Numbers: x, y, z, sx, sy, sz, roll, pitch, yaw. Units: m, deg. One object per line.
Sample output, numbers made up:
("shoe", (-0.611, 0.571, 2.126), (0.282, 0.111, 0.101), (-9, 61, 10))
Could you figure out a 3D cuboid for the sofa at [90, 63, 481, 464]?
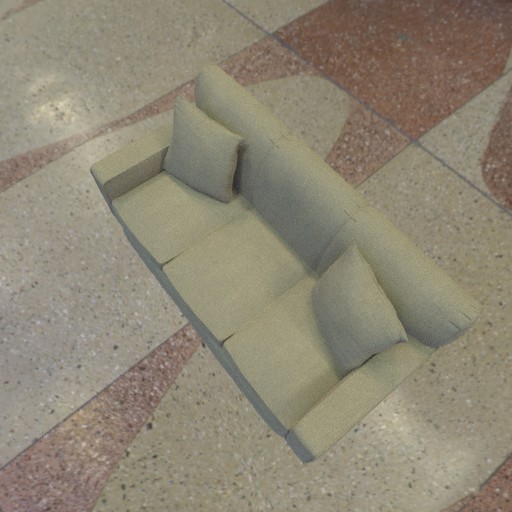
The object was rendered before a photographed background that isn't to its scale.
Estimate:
("sofa", (0.000, 0.000, 2.516), (0.997, 0.958, 2.024), (-35, 68, -17))
